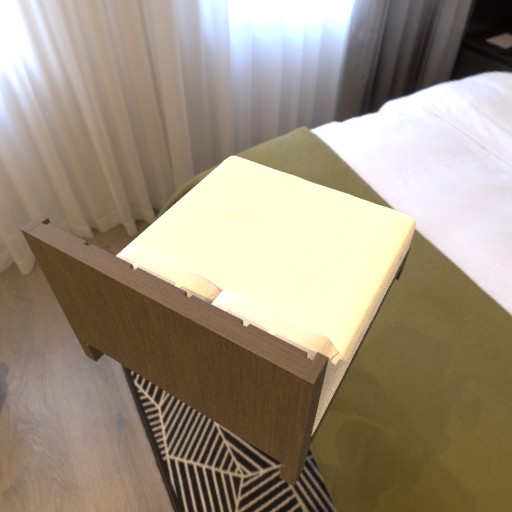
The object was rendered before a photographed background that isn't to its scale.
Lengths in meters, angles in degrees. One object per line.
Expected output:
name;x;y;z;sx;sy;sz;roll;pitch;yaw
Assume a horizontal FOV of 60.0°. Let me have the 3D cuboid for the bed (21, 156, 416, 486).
bed;0.000;0.000;3.085;1.735;1.261;1.992;24;51;21
